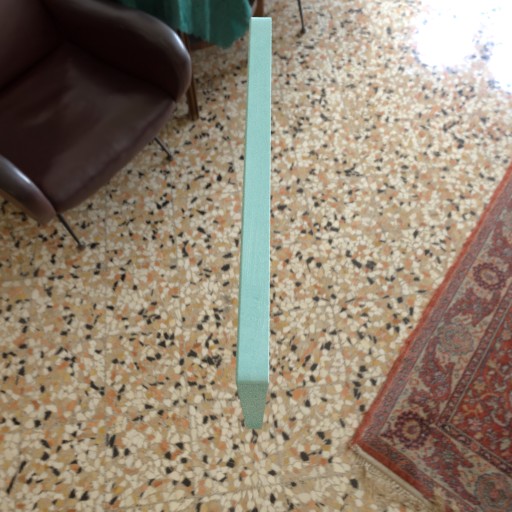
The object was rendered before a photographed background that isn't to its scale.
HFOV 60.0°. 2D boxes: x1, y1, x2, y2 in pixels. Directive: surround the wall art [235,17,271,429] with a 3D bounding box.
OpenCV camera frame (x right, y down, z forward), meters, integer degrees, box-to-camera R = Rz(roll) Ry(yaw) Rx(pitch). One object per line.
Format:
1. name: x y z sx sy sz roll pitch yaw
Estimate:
1. wall art: 0.000 0.000 1.125 0.054 0.766 0.765 1 64 0
